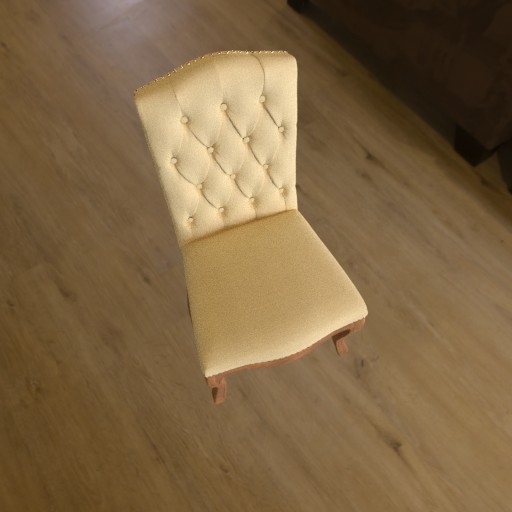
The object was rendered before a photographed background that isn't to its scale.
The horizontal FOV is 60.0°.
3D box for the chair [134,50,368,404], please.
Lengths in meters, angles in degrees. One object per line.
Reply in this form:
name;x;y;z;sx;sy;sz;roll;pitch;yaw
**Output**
chair;0.000;0.000;1.575;0.623;1.165;0.715;-19;64;-10
